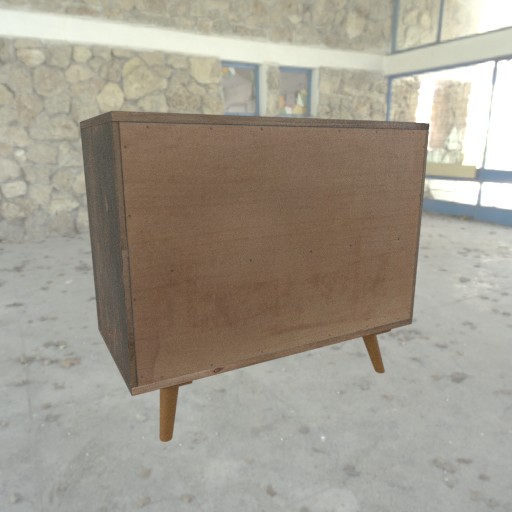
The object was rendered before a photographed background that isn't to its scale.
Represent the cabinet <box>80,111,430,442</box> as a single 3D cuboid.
[{"bbox_3d":[0.000,0.000,1.554,1.023,0.897,0.529,-7,16,-28],"label":"cabinet"}]
